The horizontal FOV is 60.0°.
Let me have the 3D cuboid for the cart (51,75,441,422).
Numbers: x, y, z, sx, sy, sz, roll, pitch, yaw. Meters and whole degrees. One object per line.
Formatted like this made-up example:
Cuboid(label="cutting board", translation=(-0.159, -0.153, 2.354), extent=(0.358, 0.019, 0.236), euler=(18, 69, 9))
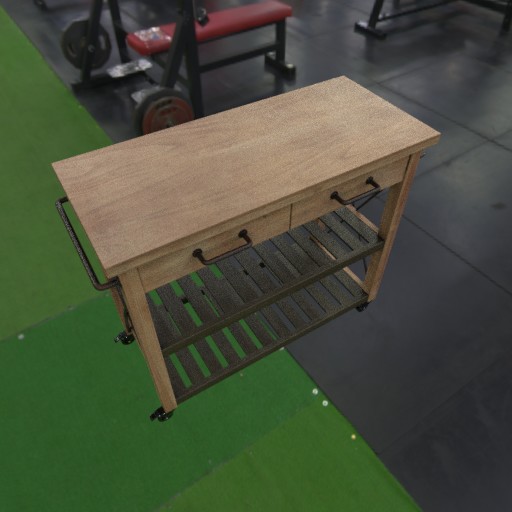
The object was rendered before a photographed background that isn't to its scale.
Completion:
Cuboid(label="cart", translation=(0.000, 0.000, 0.993), extent=(0.686, 0.554, 0.298), euler=(-24, 51, -21))
